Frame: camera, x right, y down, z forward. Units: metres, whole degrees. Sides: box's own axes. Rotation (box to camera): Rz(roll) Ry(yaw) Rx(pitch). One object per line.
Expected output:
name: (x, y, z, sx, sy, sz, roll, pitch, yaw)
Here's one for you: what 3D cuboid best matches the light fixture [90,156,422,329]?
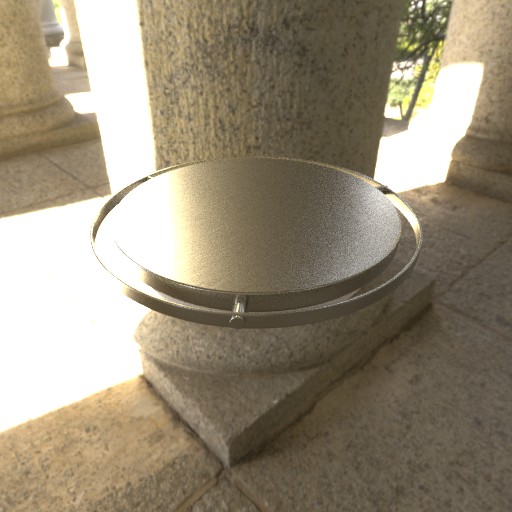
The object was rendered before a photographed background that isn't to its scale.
light fixture: (0.000, 0.000, 0.536, 0.361, 0.130, 0.361, 0, 33, 0)
